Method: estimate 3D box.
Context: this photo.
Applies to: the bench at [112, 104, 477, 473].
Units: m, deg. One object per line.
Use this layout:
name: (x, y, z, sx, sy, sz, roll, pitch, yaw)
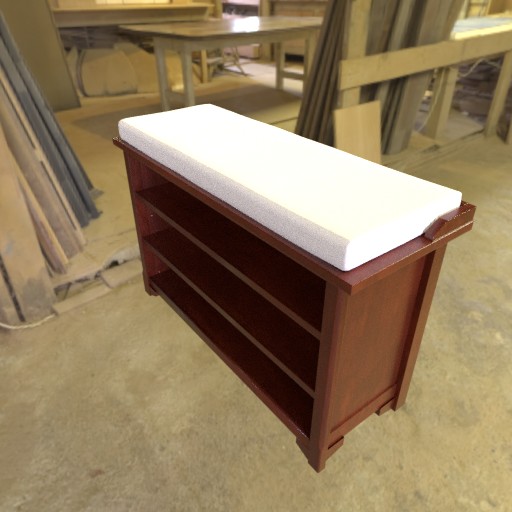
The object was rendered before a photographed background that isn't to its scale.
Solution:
bench: (0.000, 0.000, 1.284, 0.369, 0.646, 0.987, -22, 39, -31)
